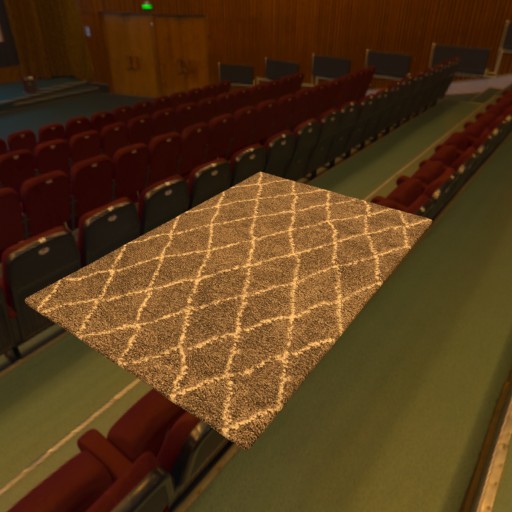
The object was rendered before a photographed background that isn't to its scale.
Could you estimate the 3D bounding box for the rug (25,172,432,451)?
[{"bbox_3d":[0.000,0.000,2.239,1.219,0.030,1.778,22,39,29],"label":"rug"}]
